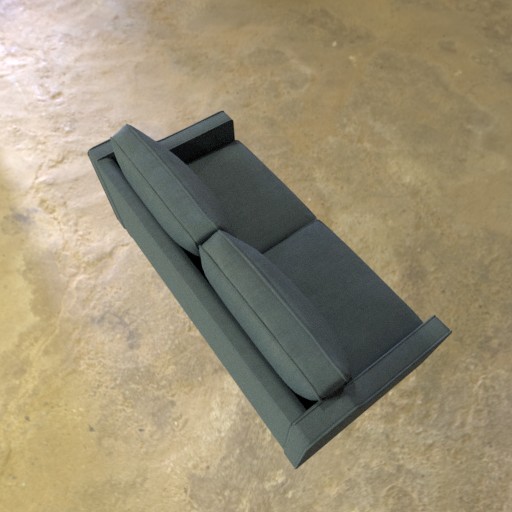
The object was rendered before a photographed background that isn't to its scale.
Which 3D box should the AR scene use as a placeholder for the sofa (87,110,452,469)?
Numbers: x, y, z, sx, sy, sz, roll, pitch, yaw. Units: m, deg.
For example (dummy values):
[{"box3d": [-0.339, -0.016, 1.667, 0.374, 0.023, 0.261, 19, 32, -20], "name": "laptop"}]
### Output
[{"box3d": [0.000, 0.000, 2.801, 1.066, 1.071, 2.178, -32, 63, -18], "name": "sofa"}]
